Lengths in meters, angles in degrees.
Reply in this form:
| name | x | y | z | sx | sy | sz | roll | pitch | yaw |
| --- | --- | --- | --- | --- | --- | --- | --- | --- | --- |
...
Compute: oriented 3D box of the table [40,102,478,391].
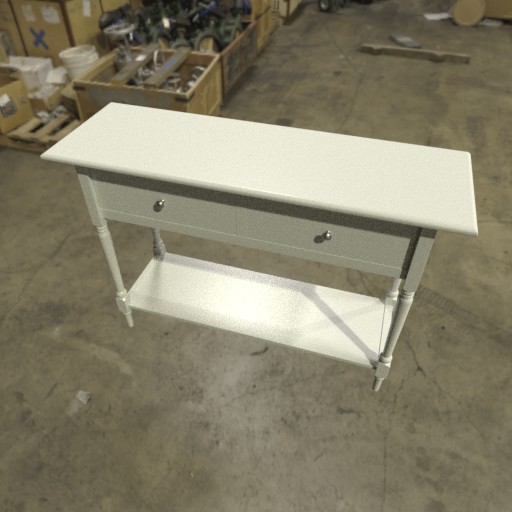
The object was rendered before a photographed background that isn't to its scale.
| name | x | y | z | sx | sy | sz | roll | pitch | yaw |
| --- | --- | --- | --- | --- | --- | --- | --- | --- | --- |
| table | 0.000 | 0.000 | 1.560 | 1.197 | 0.808 | 0.384 | 12 | 44 | 13 |
